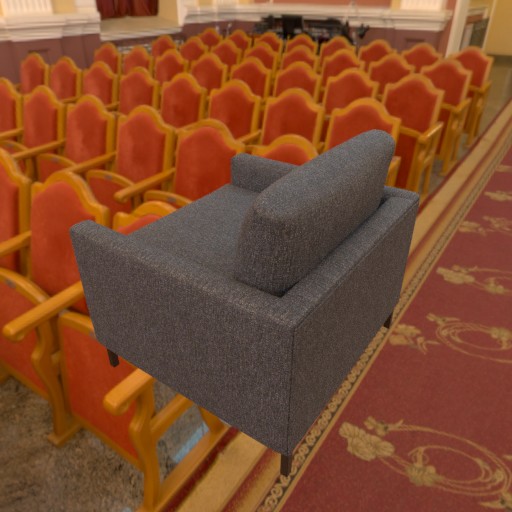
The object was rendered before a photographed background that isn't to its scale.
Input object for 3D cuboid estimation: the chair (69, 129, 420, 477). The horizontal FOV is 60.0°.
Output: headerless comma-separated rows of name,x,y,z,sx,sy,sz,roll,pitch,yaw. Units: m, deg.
chair,0.000,0.000,1.639,0.866,0.861,0.963,20,36,30
